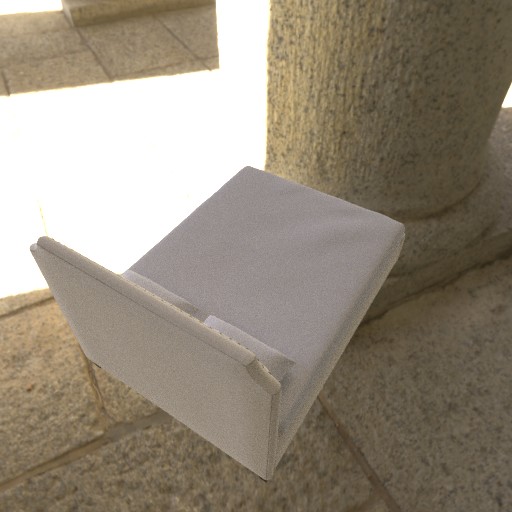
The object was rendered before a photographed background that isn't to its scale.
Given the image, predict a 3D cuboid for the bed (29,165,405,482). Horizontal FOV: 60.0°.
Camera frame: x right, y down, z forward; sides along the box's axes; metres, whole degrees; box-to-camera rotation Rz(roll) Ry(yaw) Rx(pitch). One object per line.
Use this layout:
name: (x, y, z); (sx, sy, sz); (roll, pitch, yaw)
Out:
bed: (0.000, 0.000, 3.390); (1.712, 1.497, 2.372); (25, 51, 22)
